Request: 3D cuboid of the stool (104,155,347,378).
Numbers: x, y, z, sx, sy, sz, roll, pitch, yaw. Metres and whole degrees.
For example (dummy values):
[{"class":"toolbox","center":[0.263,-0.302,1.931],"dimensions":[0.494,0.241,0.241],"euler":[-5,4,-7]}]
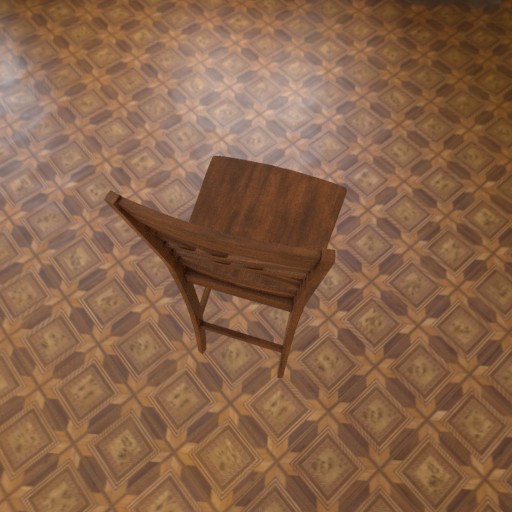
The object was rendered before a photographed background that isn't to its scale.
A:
[{"class":"stool","center":[0.000,0.000,1.359],"dimensions":[0.426,1.098,0.504],"euler":[16,64,8]}]
